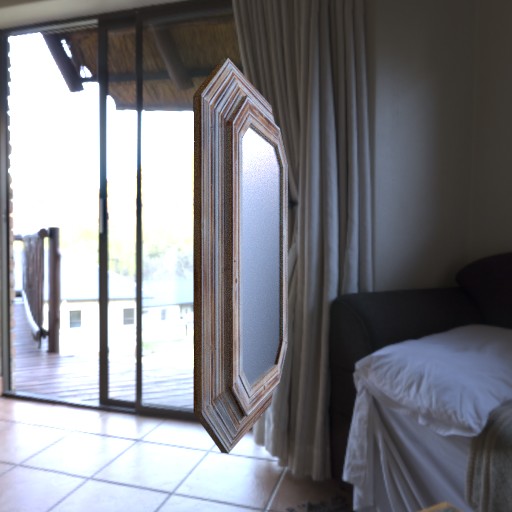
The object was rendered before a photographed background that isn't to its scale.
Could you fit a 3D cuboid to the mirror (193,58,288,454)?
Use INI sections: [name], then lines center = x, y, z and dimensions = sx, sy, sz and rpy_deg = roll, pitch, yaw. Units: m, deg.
[mirror]
center = 0.000, 0.000, 1.315
dimensions = 0.061, 1.015, 0.709
rpy_deg = 0, 0, 18
